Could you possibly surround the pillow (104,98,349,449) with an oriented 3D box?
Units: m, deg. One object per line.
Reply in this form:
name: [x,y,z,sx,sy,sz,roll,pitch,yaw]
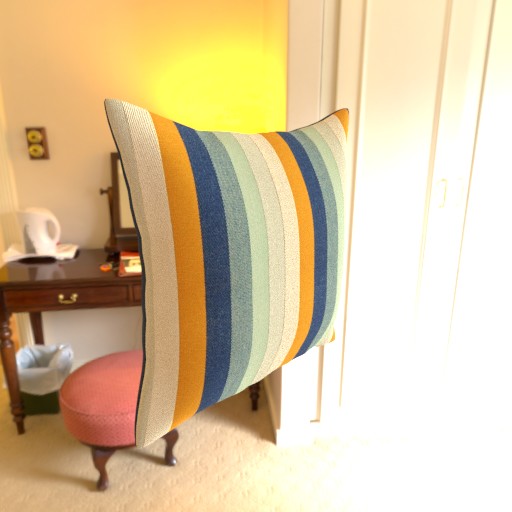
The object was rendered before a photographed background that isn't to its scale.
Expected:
pillow: [0.000,0.000,0.699,0.173,0.454,0.463,16,22,43]
